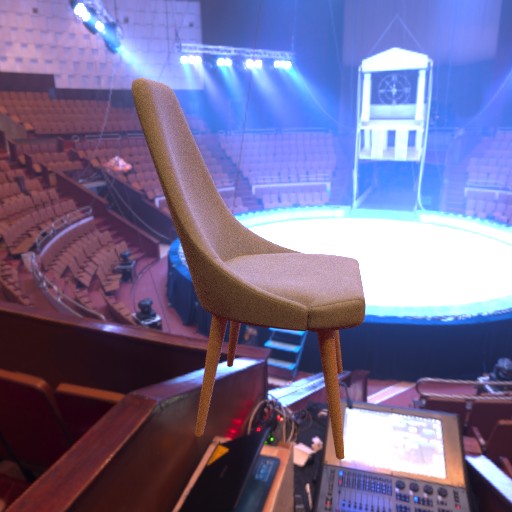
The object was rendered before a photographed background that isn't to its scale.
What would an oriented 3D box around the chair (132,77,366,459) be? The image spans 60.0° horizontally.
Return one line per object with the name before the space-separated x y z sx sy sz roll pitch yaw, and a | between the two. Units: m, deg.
chair | 0.000 0.000 1.388 0.660 1.040 0.510 3 16 9
